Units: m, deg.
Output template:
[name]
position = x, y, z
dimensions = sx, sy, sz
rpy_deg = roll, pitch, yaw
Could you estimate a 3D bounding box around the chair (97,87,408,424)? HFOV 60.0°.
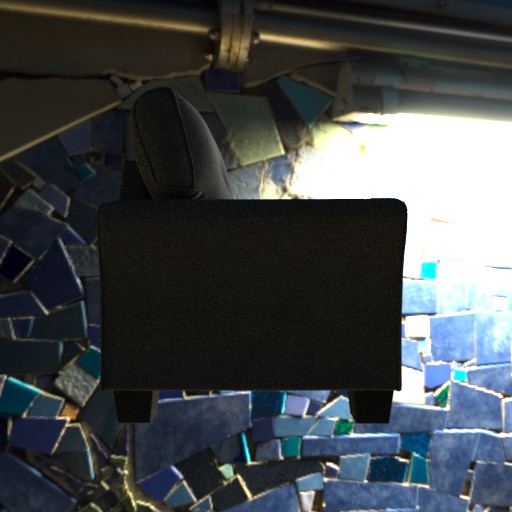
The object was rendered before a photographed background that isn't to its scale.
[chair]
position = 0.000, 0.000, 1.574
dimensions = 0.816, 0.890, 0.941
rpy_deg = 0, 0, 0
